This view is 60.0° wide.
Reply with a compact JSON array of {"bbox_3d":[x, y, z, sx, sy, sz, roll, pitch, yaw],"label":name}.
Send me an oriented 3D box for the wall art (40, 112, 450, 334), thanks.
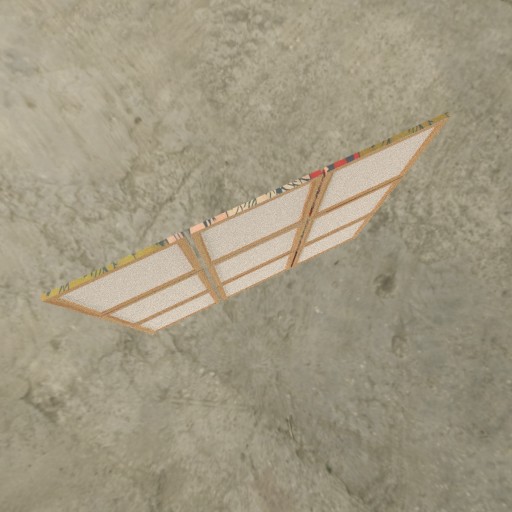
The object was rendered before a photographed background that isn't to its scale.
[{"bbox_3d":[0.000,0.000,1.331,0.904,0.913,0.013,-25,77,-6],"label":"wall art"}]
